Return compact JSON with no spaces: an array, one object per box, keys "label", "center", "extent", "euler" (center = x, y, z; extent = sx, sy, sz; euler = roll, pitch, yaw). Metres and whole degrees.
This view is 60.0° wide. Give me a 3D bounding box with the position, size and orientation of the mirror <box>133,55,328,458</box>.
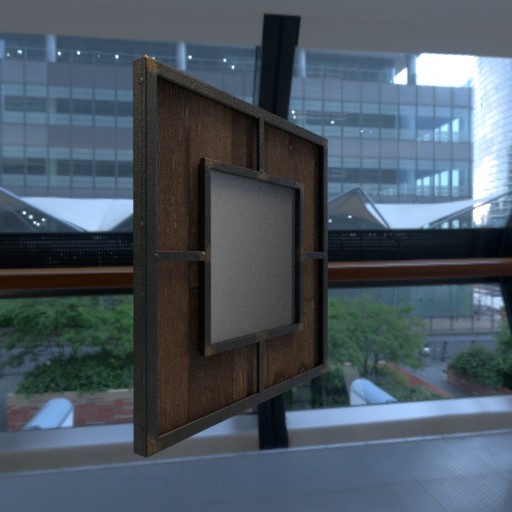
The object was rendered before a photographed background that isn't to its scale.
[{"label":"mirror","center":[0.000,0.000,0.578],"extent":[0.020,0.381,0.382],"euler":[0,0,36]}]
